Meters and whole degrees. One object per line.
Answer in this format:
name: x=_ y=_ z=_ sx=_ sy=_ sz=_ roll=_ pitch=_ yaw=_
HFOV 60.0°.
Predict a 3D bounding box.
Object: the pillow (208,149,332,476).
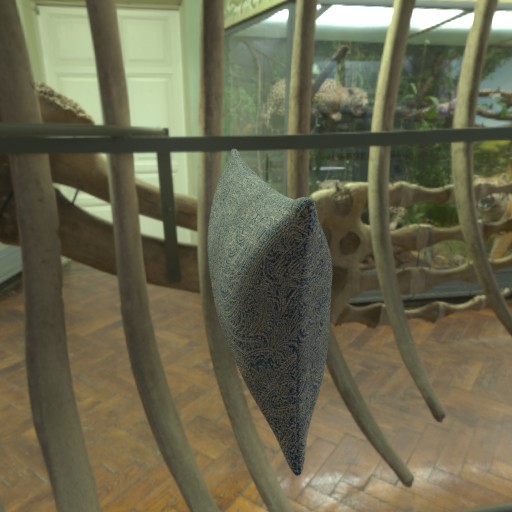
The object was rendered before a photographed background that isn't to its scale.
pillow: x=0.000 y=0.000 z=0.709 sx=0.151 sy=0.295 sz=0.615 roll=-3 pitch=18 yaw=-8
